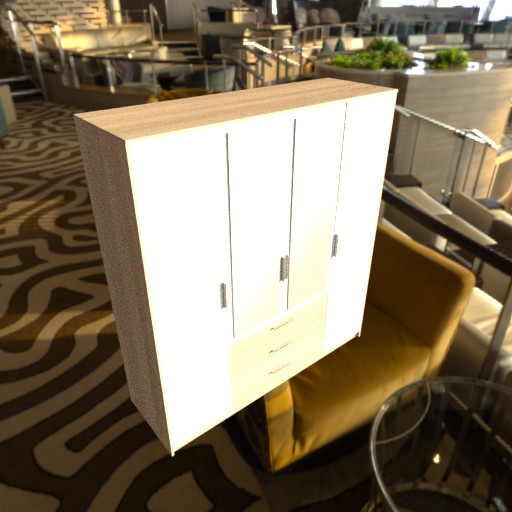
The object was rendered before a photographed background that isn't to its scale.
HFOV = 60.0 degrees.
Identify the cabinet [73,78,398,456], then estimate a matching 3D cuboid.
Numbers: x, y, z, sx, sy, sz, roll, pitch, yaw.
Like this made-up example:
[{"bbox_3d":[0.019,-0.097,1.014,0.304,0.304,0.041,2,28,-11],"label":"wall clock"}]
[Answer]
[{"bbox_3d":[0.000,0.000,3.055,1.870,2.060,0.620,-22,37,-33],"label":"cabinet"}]
